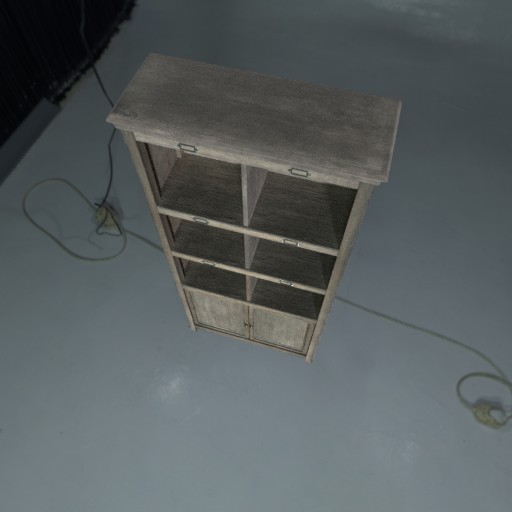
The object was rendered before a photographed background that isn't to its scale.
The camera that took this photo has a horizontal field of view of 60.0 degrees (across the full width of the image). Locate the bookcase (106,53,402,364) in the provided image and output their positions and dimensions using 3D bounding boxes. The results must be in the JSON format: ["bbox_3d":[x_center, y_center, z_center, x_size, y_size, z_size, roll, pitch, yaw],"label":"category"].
[{"bbox_3d":[0.000,0.000,2.245,0.906,1.880,0.348,14,60,8],"label":"bookcase"}]
